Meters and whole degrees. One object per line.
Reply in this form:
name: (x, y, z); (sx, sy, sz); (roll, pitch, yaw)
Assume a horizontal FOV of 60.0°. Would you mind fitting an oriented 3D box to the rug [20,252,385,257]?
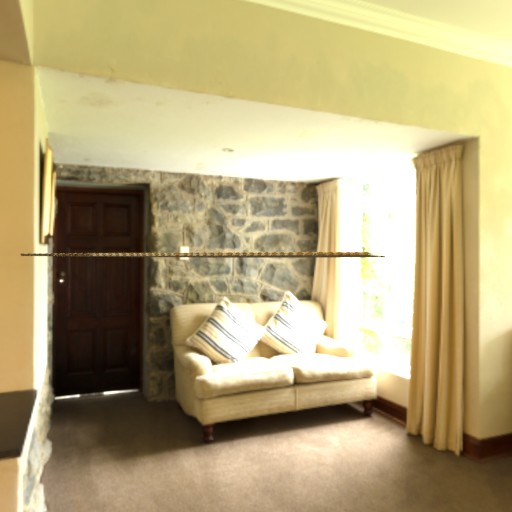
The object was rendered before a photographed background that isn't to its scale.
rug: (0.000, 0.000, 2.946); (1.600, 0.013, 2.312); (0, 0, 18)
